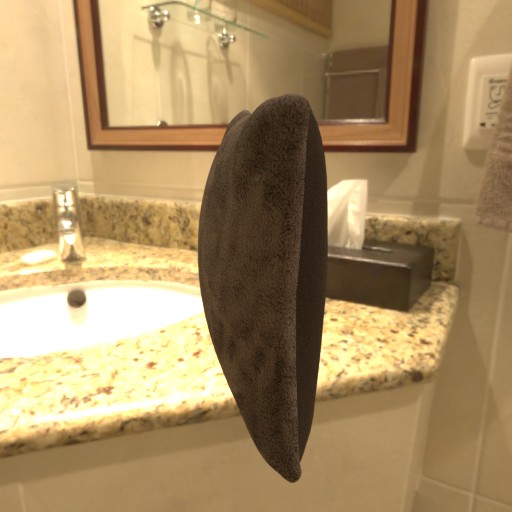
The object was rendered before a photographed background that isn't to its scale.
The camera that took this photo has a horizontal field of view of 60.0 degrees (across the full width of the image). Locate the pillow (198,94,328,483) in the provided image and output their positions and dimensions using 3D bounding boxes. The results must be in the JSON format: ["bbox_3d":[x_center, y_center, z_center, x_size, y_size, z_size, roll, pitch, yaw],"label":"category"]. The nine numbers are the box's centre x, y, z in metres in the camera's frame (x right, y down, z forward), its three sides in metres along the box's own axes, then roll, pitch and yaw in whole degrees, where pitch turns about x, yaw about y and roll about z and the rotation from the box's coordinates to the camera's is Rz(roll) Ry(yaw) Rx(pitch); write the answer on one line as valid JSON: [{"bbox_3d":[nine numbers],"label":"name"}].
[{"bbox_3d":[0.000,0.000,0.782,0.204,0.520,0.522,-2,15,-8],"label":"pillow"}]
